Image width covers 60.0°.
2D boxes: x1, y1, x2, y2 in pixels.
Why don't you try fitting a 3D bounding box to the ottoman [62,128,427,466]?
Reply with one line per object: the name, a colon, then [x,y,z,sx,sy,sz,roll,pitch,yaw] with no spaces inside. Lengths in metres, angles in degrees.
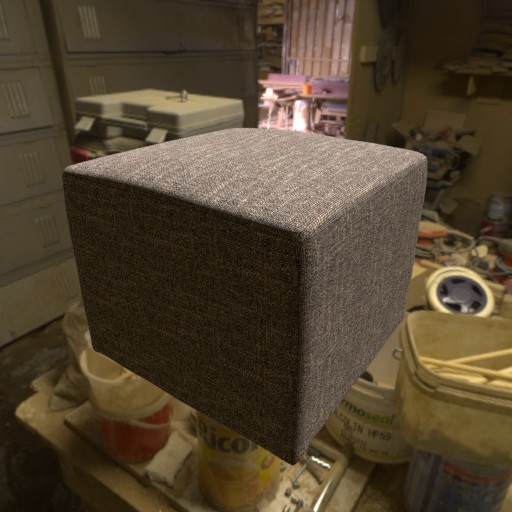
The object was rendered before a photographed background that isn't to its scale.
ottoman: [0.000,0.000,0.914,0.512,0.453,0.521,17,31,32]
